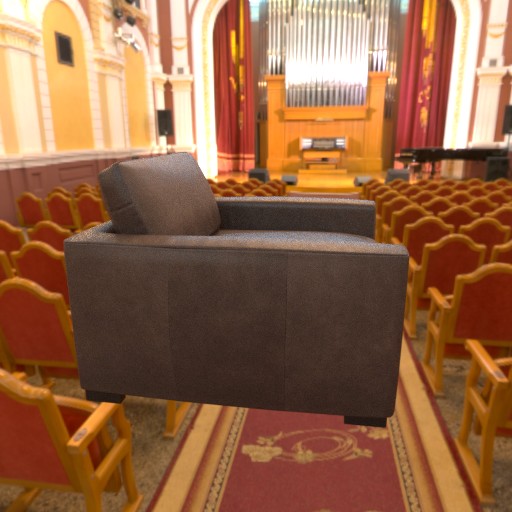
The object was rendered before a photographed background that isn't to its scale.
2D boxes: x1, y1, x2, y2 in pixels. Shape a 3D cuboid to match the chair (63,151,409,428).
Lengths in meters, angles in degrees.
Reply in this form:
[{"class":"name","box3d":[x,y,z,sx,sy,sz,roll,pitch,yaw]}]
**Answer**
[{"class":"chair","box3d":[0.000,0.000,1.824,1.069,0.812,1.100,2,15,9]}]
